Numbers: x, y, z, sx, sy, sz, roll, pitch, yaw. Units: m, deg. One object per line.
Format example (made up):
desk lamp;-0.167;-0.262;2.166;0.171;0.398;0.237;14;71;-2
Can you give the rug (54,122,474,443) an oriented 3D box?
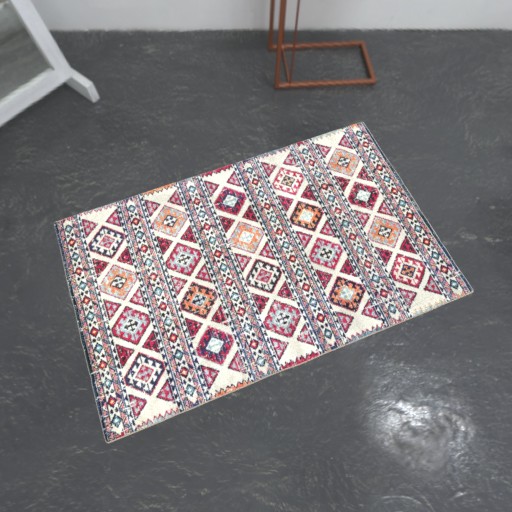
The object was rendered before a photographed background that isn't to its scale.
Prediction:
rug;0.000;0.000;2.984;2.440;0.010;1.545;-20;66;-9
